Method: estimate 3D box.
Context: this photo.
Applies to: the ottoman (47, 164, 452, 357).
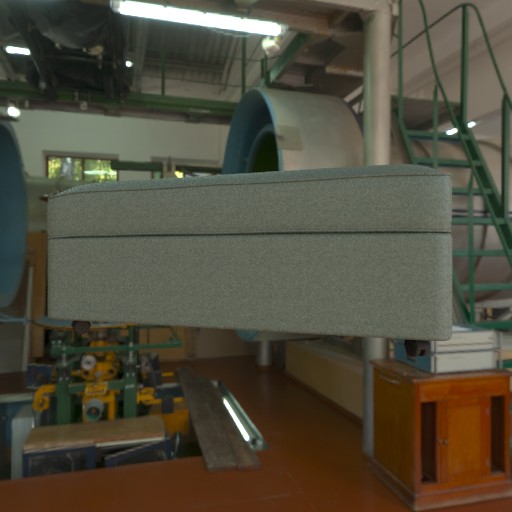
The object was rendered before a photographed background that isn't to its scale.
[{"bbox_3d":[0.000,0.000,1.502,1.173,0.494,0.681,0,0,19],"label":"ottoman"}]
